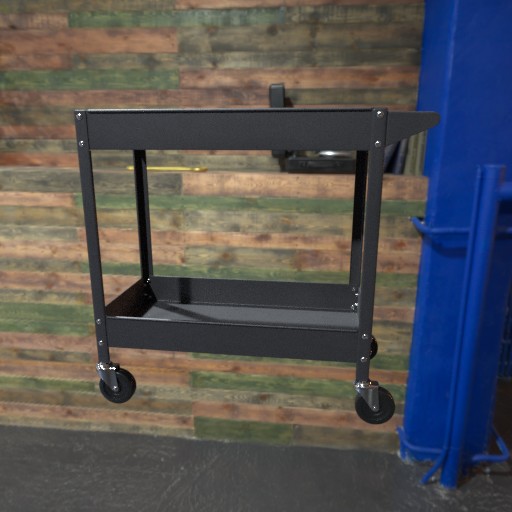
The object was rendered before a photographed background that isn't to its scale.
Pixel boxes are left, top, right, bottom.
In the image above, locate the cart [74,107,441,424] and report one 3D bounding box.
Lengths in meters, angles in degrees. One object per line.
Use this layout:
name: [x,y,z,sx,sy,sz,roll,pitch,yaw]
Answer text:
cart: [0.000,0.000,1.170,0.779,0.719,0.366,2,15,7]
